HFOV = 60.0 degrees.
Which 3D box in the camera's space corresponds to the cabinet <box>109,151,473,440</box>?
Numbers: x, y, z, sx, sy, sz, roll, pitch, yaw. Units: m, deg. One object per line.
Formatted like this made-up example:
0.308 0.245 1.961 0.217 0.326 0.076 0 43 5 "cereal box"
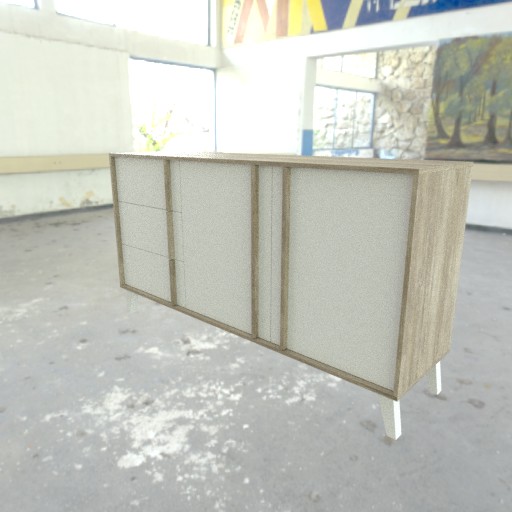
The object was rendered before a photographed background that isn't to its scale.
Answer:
0.000 0.000 1.988 1.600 0.870 0.450 13 20 41 "cabinet"
